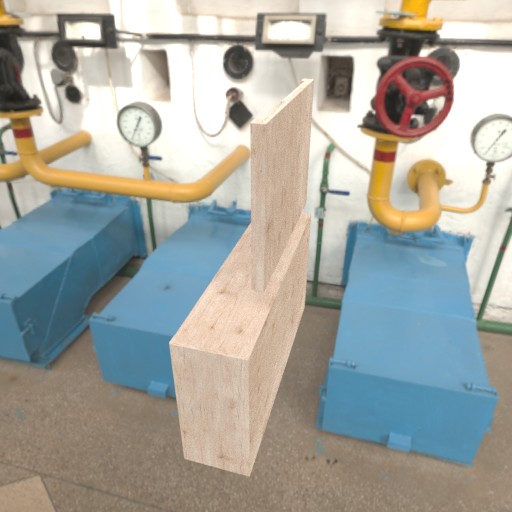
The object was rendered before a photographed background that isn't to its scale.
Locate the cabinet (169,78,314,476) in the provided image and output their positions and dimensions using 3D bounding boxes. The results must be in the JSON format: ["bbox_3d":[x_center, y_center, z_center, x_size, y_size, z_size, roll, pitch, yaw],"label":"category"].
[{"bbox_3d":[0.000,0.000,2.846,0.420,1.981,1.700,8,32,14],"label":"cabinet"}]
